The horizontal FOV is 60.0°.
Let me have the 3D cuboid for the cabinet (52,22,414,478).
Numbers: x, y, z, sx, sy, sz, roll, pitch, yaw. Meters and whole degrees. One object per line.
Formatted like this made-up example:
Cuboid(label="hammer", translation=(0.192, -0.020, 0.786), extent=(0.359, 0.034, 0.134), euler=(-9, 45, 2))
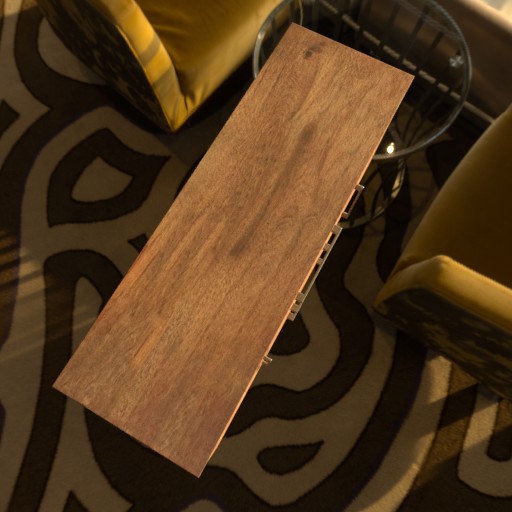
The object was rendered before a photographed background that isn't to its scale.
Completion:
Cuboid(label="cabinet", translation=(0.000, 0.000, 1.705), extent=(0.480, 0.812, 1.373), euler=(28, 75, 8))
